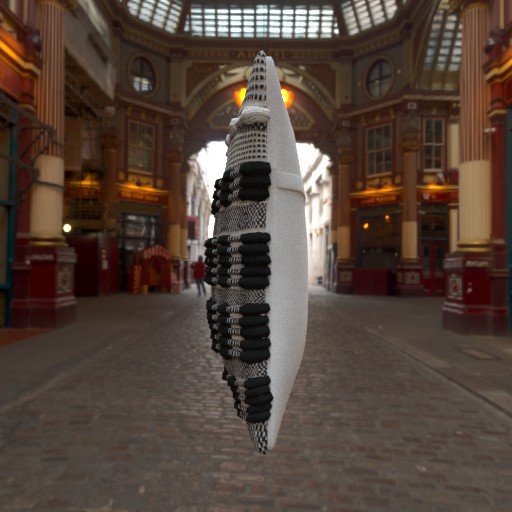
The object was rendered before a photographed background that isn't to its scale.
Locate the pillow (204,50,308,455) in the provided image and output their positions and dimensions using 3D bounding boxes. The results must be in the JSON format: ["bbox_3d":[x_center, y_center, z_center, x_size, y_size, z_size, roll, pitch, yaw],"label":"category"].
[{"bbox_3d":[0.000,0.000,0.687,0.156,0.438,0.436,0,-1,0],"label":"pillow"}]
